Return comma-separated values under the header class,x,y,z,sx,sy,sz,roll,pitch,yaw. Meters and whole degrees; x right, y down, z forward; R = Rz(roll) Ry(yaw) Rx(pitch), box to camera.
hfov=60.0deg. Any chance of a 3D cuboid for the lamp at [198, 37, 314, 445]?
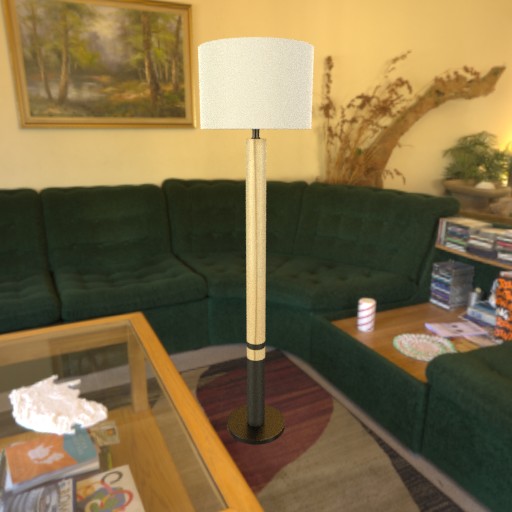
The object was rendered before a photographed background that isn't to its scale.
class,x,y,z,sx,sy,sz,roll,pitch,yaw
lamp,0.000,0.000,1.664,0.381,1.478,0.381,-14,21,-42
